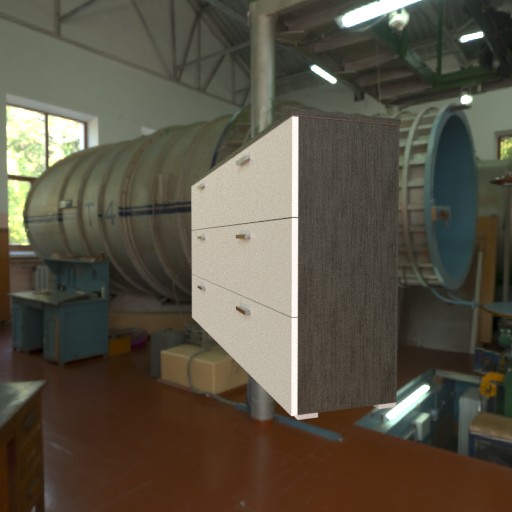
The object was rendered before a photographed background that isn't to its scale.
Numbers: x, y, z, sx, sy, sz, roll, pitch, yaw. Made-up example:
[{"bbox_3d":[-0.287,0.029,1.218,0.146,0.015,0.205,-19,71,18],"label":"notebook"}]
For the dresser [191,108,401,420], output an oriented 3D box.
[{"bbox_3d":[0.000,0.000,1.894,0.333,0.790,1.535,-1,2,-18],"label":"dresser"}]
